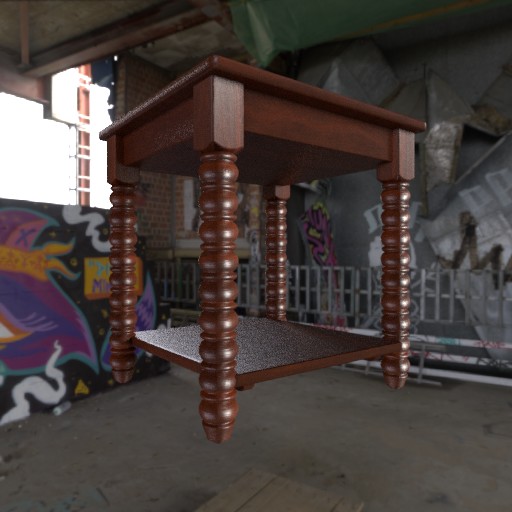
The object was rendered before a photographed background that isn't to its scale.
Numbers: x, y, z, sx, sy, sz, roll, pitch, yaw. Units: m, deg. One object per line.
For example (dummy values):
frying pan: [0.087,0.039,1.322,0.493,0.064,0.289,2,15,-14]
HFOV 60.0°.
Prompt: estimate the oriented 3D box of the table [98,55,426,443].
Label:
table: [0.000,0.000,0.976,0.533,0.567,0.500,0,0,-37]
